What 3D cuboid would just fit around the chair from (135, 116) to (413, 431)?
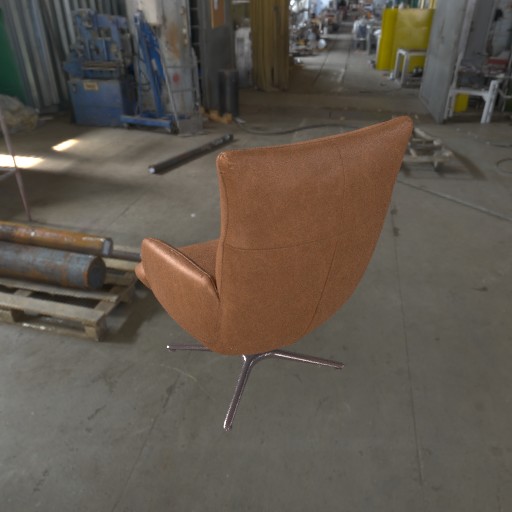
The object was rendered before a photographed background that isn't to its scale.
[{"bbox_3d":[0.000,0.000,1.575,0.711,1.027,0.794,-19,36,-28],"label":"chair"}]
